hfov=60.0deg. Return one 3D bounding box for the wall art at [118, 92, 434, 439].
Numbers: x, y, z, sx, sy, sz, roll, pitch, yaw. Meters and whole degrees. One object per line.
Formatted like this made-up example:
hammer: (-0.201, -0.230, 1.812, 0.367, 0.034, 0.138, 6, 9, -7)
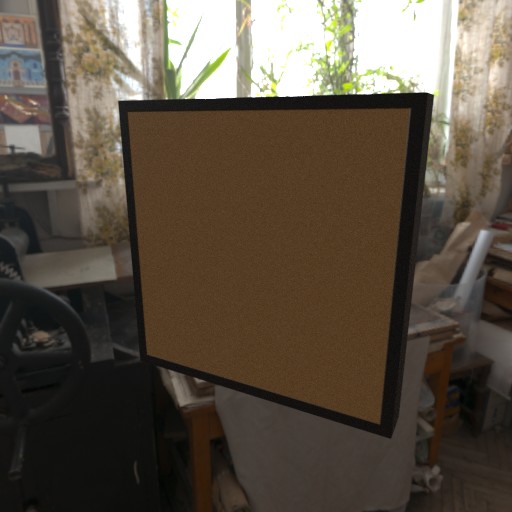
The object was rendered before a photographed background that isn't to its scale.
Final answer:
wall art: (0.000, 0.000, 0.452, 0.304, 0.304, 0.038, 9, 19, 26)
